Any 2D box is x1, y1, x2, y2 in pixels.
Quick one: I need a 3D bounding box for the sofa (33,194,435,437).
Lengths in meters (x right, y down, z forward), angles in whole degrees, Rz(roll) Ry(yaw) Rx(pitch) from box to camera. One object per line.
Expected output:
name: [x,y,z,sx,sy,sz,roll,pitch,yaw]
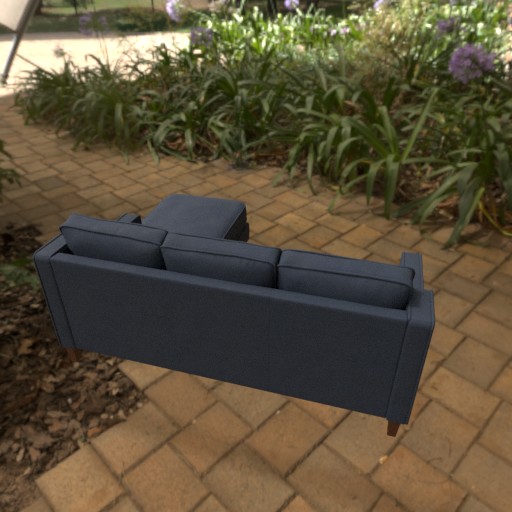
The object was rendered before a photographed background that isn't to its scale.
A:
sofa: [0.000,0.000,3.315,2.317,1.066,1.858,9,32,14]
